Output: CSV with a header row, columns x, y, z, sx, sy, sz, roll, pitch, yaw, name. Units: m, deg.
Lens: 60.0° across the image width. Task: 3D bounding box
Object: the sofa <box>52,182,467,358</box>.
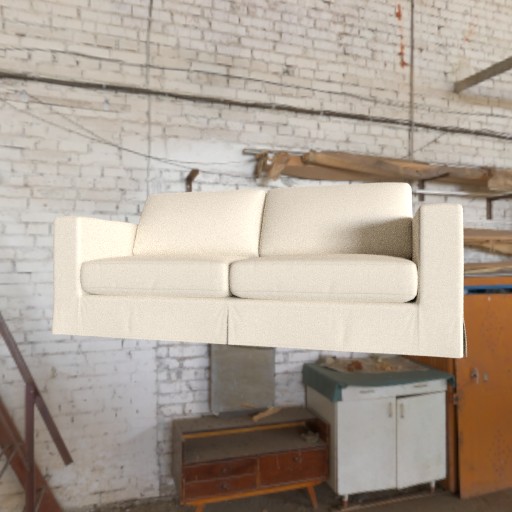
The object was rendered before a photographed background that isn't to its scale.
x,y,z,sx,sy,sz,roll,pitch,yaw,name
0.000,0.000,2.644,2.163,0.881,0.954,0,0,17,sofa
